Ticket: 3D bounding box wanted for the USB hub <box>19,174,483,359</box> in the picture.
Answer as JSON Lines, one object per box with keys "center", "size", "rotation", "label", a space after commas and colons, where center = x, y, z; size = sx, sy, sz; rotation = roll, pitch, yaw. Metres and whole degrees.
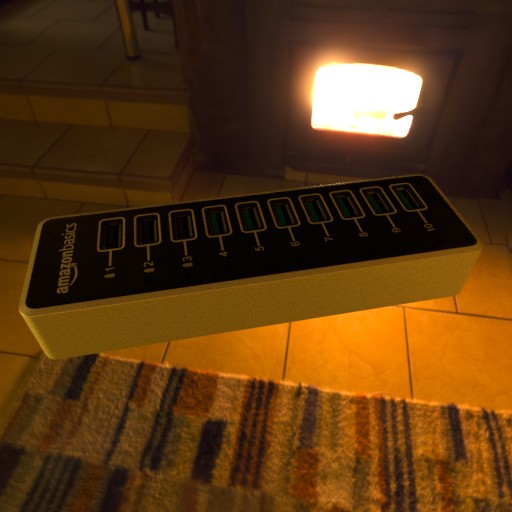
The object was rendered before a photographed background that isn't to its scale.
{"center": [0.000, 0.000, 0.156], "size": [0.145, 0.023, 0.044], "rotation": [-8, 46, -8], "label": "USB hub"}
